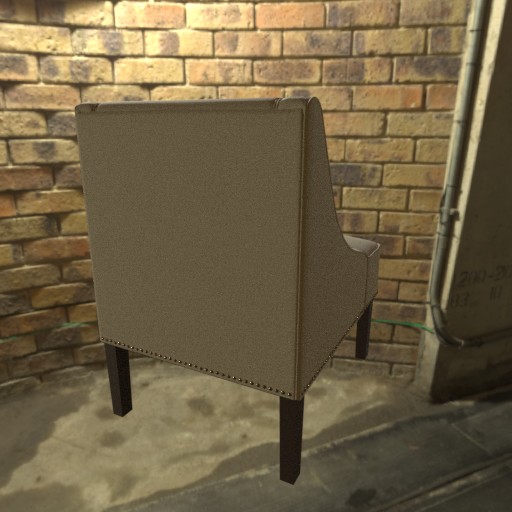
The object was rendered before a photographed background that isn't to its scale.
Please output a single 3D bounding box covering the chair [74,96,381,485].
[{"bbox_3d":[0.000,0.000,1.337,0.610,0.864,0.737,9,19,27],"label":"chair"}]
